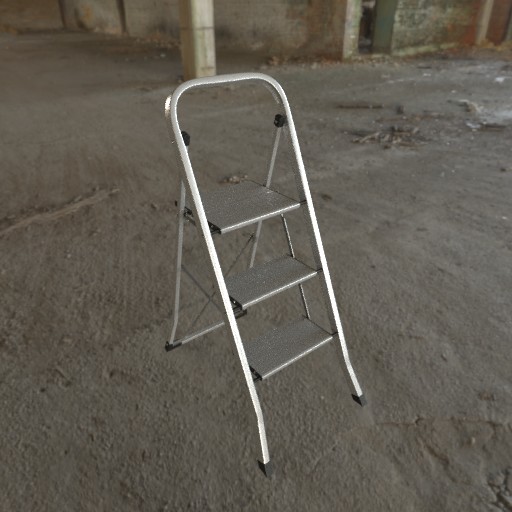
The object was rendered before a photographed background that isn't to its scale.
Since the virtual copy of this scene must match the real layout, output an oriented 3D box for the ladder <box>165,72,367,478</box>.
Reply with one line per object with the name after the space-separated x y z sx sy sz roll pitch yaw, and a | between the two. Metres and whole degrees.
0.000 0.000 1.440 0.465 1.070 0.704 -21 36 -32 | ladder
